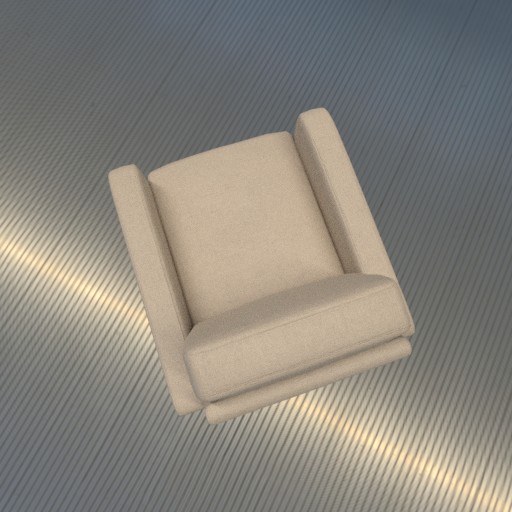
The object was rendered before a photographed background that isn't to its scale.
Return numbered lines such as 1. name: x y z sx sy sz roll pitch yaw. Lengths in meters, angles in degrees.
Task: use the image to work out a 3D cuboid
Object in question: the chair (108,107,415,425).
1. chair: 0.000 0.000 1.480 0.755 0.827 0.888 -18 76 -5
